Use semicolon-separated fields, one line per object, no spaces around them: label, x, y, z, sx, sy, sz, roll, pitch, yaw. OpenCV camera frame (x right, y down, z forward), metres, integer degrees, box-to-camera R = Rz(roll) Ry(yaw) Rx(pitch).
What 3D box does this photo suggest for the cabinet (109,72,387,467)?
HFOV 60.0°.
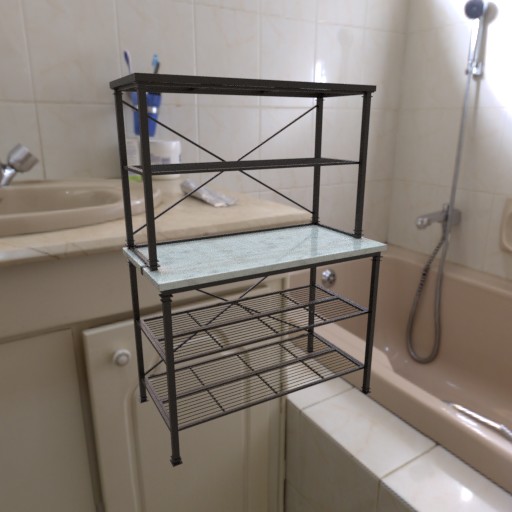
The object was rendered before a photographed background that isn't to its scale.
cabinet;0.000;0.000;2.270;1.210;1.659;0.610;-9;19;-28
